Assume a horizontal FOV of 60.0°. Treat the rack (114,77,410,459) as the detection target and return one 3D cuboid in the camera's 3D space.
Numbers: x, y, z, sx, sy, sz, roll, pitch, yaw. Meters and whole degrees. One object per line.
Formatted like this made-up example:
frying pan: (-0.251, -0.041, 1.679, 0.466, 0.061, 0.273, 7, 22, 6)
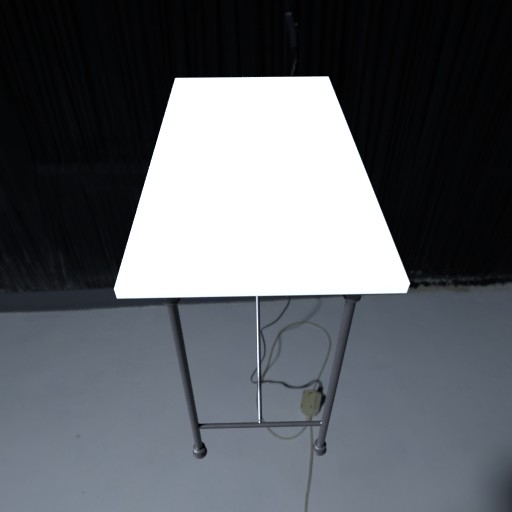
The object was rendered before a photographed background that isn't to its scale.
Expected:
rack: (0.000, 0.000, 1.639, 0.613, 0.880, 1.159, -1, 42, -1)
